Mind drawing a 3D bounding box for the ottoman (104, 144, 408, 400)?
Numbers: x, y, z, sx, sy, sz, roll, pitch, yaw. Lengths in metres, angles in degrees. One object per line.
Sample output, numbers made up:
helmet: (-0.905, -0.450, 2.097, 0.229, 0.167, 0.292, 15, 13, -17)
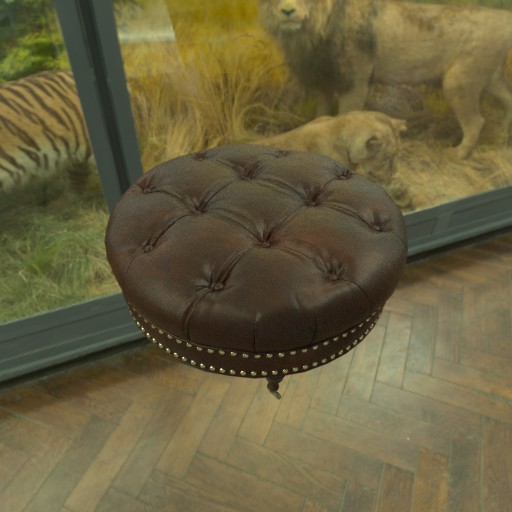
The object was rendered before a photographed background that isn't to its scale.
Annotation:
ottoman: (0.000, 0.000, 1.432, 0.901, 0.455, 0.901, 0, 41, 0)
